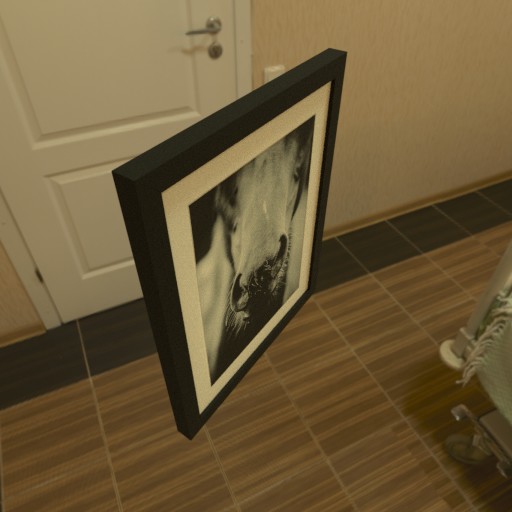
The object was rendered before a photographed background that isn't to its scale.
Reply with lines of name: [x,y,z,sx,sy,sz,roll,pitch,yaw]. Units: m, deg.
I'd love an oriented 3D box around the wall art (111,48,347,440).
wall art: [0.000,0.000,0.765,0.033,0.559,0.457,26,49,25]
